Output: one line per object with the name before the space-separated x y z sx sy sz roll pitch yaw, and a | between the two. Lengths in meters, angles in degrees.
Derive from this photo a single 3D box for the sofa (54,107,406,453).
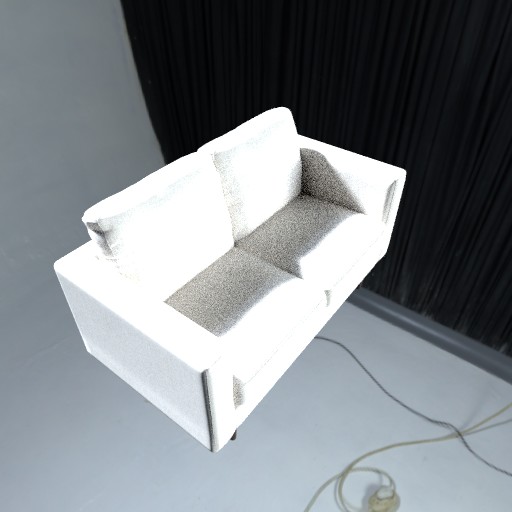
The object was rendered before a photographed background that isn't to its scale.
sofa | 0.000 0.000 2.012 0.796 0.908 1.430 27 48 27
